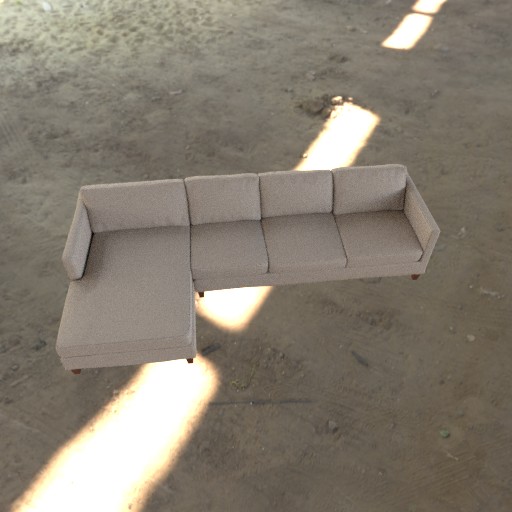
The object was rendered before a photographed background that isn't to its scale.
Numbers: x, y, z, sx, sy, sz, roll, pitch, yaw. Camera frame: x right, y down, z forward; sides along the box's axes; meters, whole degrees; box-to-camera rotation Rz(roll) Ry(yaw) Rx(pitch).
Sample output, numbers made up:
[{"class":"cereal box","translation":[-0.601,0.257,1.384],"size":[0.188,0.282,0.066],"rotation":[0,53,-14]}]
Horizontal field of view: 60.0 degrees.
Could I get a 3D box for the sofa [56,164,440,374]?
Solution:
[{"class":"sofa","translation":[0.000,0.000,3.930],"size":[3.186,0.846,1.625],"rotation":[-4,47,-4]}]
